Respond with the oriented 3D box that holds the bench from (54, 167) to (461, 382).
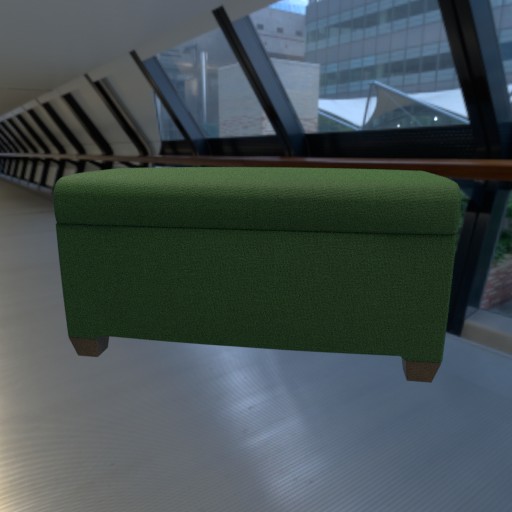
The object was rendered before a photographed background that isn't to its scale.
[{"bbox_3d":[0.000,0.000,1.292,0.989,0.501,0.505,2,14,9],"label":"bench"}]
